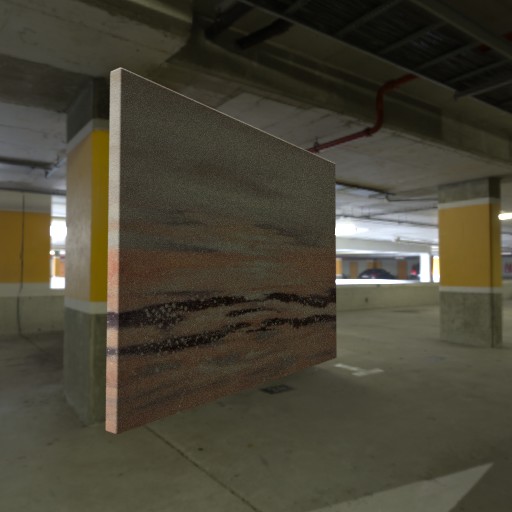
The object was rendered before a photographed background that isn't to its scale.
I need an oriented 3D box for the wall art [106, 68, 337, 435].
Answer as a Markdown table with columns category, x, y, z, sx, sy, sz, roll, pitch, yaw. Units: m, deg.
| category | x | y | z | sx | sy | sz | roll | pitch | yaw |
| --- | --- | --- | --- | --- | --- | --- | --- | --- | --- |
| wall art | 0.000 | 0.000 | 1.335 | 0.038 | 0.763 | 1.015 | -2 | -3 | 36 |
